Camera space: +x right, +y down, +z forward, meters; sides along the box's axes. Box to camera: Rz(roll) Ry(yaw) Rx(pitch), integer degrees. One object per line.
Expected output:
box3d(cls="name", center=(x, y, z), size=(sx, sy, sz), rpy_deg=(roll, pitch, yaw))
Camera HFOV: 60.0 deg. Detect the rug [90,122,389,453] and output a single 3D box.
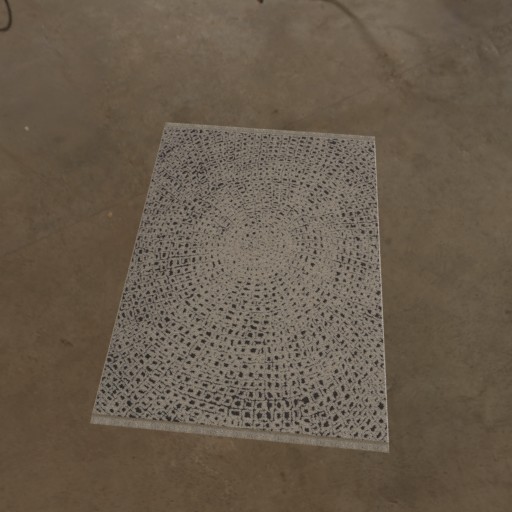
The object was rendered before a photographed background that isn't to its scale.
box3d(cls="rug", center=(0.000, 0.000, 2.133), size=(1.190, 0.003, 1.634), rpy_deg=(5, 62, 2))
